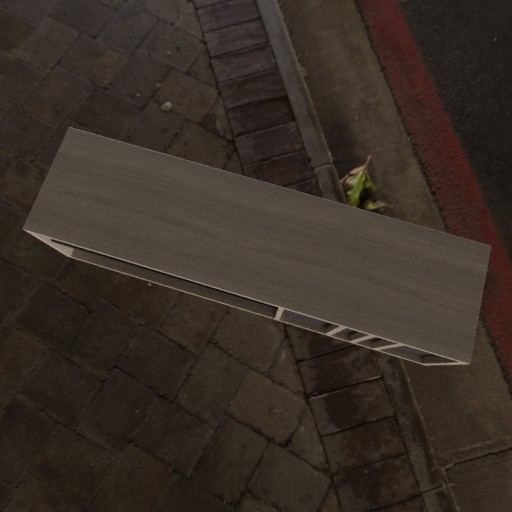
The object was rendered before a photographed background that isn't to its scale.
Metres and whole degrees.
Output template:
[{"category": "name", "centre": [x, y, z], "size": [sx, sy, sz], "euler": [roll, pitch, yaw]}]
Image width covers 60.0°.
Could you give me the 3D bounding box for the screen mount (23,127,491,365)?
[{"category": "screen mount", "centre": [0.000, 0.000, 1.711], "size": [1.500, 0.509, 0.401], "euler": [16, 76, 4]}]
